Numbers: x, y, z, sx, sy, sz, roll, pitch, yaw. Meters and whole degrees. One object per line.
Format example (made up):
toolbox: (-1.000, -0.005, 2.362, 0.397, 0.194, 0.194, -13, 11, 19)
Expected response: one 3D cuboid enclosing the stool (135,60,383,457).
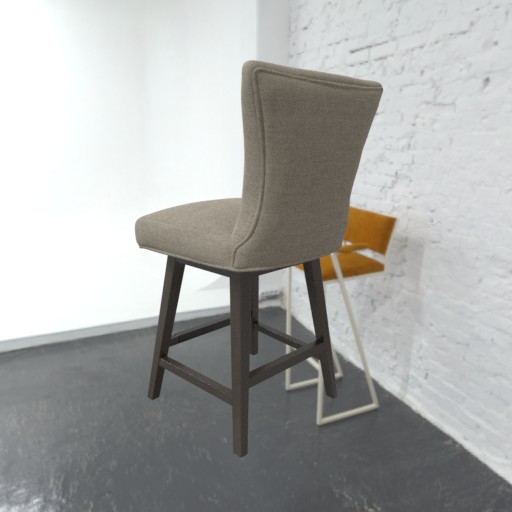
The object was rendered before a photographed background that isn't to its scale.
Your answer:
stool: (0.000, 0.000, 1.352, 0.514, 1.000, 0.574, -13, 19, -42)
